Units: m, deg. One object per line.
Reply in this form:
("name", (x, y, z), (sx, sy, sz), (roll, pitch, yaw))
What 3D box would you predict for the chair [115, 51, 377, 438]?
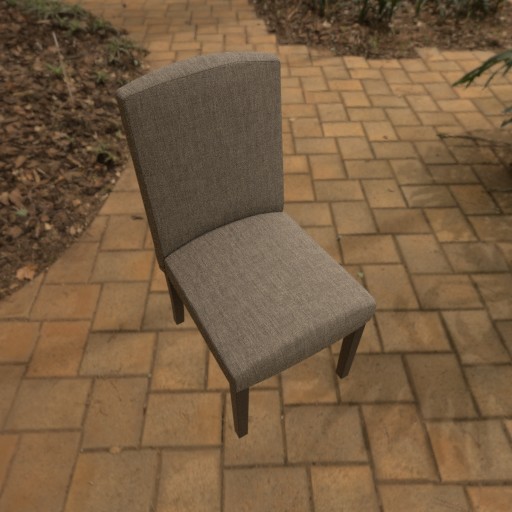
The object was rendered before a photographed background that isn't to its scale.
("chair", (0.000, 0.000, 1.247), (0.451, 0.917, 0.580), (-23, 50, -21))
